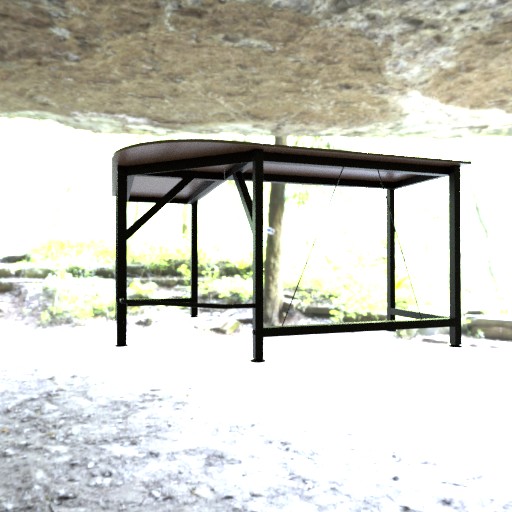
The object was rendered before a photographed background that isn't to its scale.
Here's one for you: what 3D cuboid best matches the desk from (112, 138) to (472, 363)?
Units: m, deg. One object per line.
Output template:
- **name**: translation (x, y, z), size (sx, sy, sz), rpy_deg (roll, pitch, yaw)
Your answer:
- **desk**: translation (0.000, 0.000, 2.255), size (1.400, 0.762, 1.400), rpy_deg (0, -1, -18)
